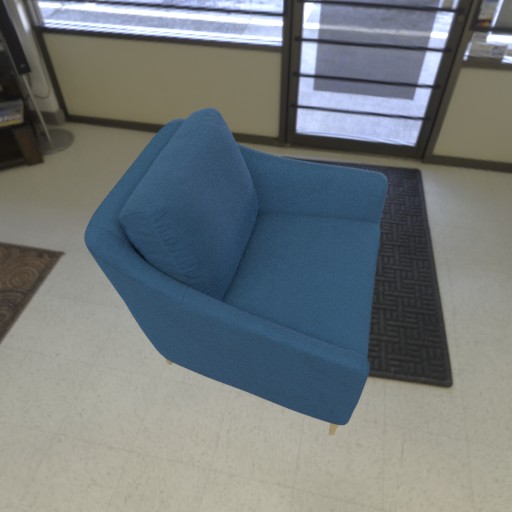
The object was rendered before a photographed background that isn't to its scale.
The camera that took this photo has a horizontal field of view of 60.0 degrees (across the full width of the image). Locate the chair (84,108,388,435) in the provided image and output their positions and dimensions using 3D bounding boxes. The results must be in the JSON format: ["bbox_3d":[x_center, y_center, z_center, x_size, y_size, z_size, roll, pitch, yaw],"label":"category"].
[{"bbox_3d":[0.000,0.000,1.768,0.961,0.899,0.987,11,47,10],"label":"chair"}]
